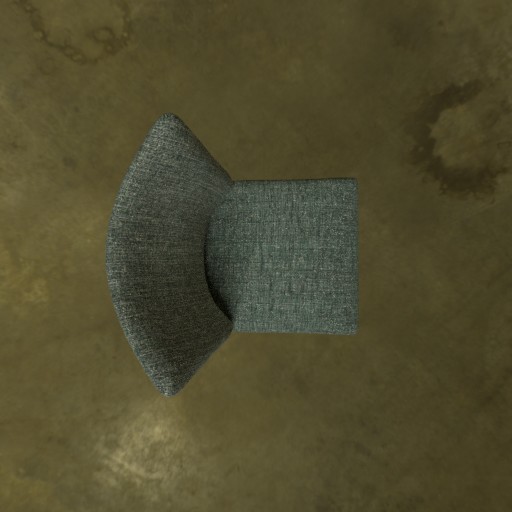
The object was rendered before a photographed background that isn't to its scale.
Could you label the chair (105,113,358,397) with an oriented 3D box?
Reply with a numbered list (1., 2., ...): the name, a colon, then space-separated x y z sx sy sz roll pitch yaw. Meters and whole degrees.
1. chair: 0.000 0.000 1.284 0.623 0.924 0.535 0 90 -1
